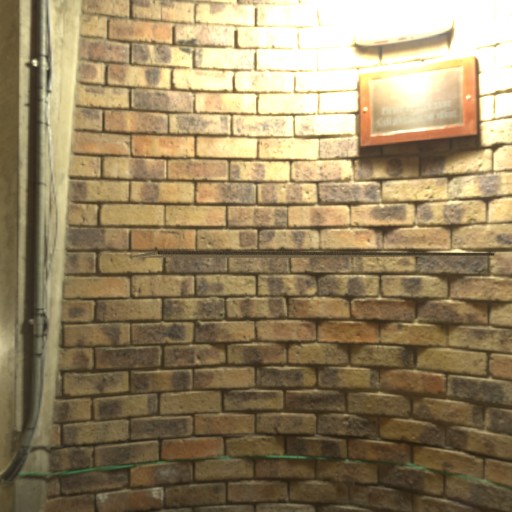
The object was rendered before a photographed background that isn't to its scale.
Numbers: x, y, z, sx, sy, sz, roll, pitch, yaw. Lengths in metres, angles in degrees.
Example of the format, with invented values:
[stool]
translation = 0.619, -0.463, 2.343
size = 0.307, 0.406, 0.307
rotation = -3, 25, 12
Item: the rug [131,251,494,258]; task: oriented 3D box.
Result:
[rug]
translation = 0.000, 0.000, 2.967
size = 1.524, 0.014, 2.438
rotation = 0, -1, -18
